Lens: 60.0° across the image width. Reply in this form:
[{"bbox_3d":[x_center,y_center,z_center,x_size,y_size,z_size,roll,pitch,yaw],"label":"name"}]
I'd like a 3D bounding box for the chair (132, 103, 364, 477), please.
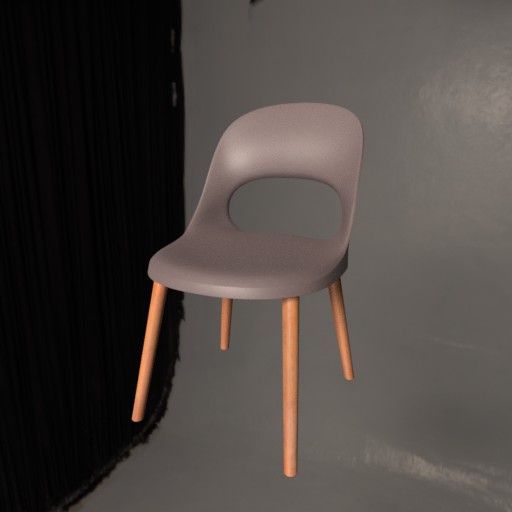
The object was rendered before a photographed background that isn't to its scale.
[{"bbox_3d":[0.000,0.000,1.155,0.470,0.794,0.556,7,16,26],"label":"chair"}]
